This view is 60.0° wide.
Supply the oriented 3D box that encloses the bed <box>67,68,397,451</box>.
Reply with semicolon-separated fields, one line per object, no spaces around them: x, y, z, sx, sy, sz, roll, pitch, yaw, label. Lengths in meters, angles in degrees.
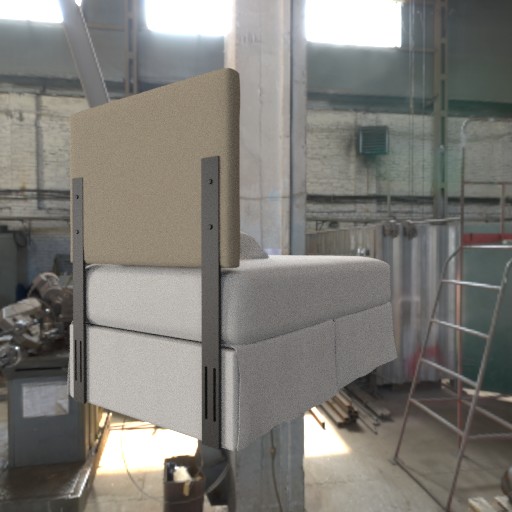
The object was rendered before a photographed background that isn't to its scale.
0.000;0.000;2.917;1.261;1.571;1.997;1;1;35;bed
